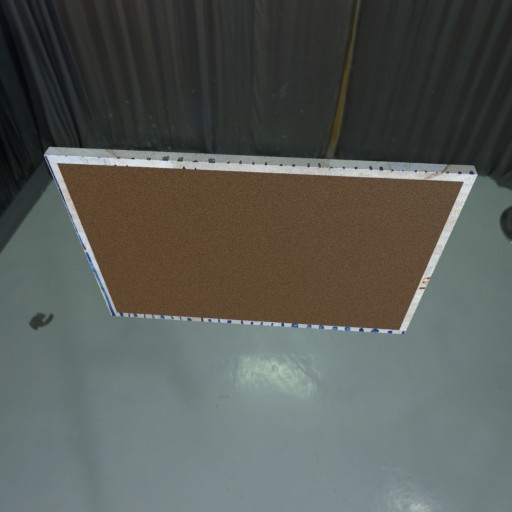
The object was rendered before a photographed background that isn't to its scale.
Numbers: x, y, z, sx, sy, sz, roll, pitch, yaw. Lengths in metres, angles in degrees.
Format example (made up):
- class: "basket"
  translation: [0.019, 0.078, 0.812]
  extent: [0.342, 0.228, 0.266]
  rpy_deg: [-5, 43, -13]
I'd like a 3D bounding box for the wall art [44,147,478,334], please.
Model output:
- class: "wall art"
  translation: [0.000, 0.000, 1.171]
  extent: [0.919, 0.609, 0.030]
  rpy_deg: [3, 48, 3]
